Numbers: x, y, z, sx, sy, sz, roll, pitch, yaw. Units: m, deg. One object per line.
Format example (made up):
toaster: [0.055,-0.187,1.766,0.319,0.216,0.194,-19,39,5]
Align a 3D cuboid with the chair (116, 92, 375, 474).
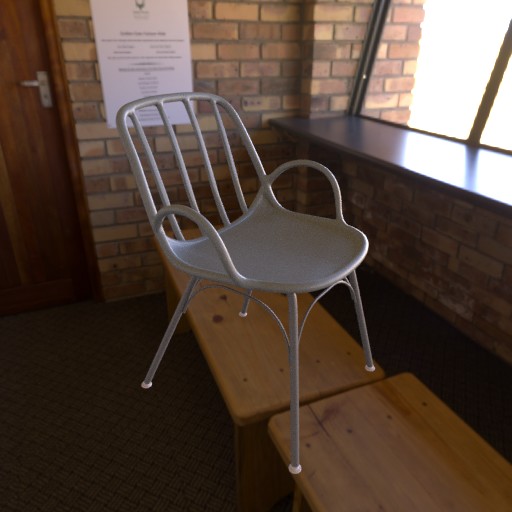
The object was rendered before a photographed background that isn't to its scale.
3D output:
chair: [0.000,0.000,1.225,0.597,0.816,0.549,17,30,32]
